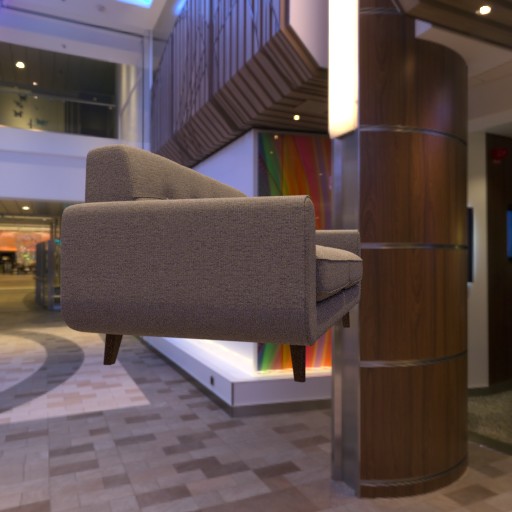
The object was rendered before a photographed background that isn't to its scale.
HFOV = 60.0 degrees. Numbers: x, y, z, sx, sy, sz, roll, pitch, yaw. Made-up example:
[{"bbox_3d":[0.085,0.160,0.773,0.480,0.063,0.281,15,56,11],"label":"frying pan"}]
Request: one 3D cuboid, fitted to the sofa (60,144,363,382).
[{"bbox_3d":[0.000,0.000,2.171,0.909,0.841,1.631,0,-1,18],"label":"sofa"}]
